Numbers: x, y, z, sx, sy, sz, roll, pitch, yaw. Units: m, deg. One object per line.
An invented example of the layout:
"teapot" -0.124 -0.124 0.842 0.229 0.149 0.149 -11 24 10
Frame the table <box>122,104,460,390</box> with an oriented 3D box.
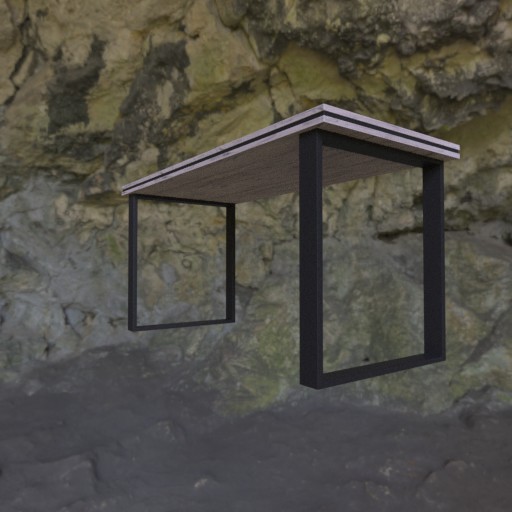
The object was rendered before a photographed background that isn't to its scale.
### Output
"table" 0.000 0.000 2.313 0.795 0.899 1.778 1 -2 -37
